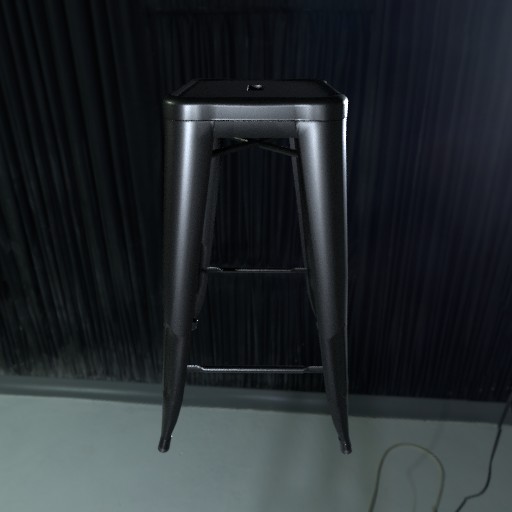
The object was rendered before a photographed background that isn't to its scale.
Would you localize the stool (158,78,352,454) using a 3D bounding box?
[{"bbox_3d":[0.000,0.000,0.846,0.359,0.609,0.399,0,27,0],"label":"stool"}]
